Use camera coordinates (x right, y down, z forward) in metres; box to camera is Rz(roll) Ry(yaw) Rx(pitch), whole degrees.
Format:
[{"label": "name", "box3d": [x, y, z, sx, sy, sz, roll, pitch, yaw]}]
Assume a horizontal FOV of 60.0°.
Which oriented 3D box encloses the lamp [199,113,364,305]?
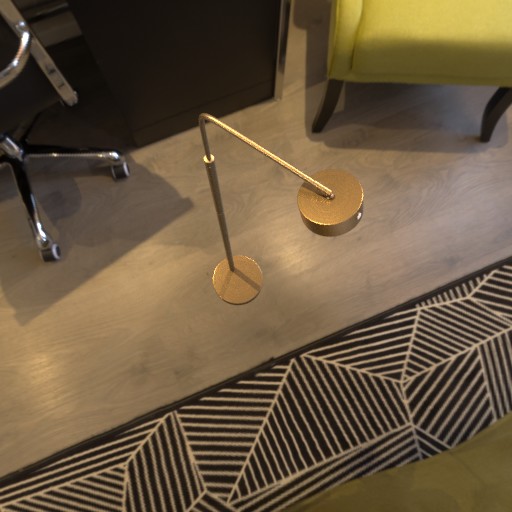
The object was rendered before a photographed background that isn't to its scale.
[{"label": "lamp", "box3d": [0.000, 0.000, 1.377, 0.418, 1.230, 0.219, 35, 77, 9]}]
